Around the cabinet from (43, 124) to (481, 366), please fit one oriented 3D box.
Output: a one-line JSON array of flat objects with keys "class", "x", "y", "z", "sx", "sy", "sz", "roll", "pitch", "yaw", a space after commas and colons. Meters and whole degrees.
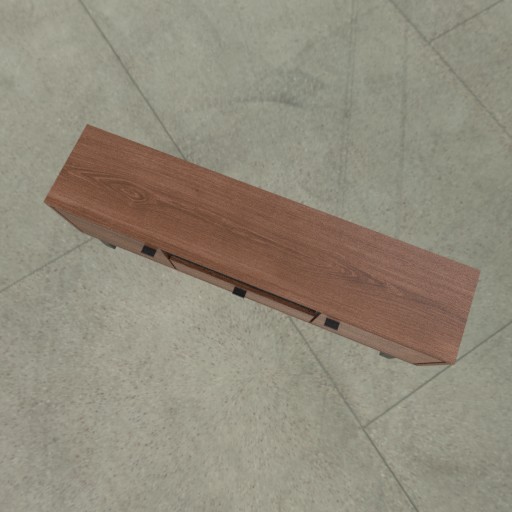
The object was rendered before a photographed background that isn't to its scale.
[{"class": "cabinet", "x": 0.000, "y": 0.000, "z": 1.929, "sx": 1.650, "sy": 0.500, "sz": 0.400, "roll": 21, "pitch": 76, "yaw": 5}]
